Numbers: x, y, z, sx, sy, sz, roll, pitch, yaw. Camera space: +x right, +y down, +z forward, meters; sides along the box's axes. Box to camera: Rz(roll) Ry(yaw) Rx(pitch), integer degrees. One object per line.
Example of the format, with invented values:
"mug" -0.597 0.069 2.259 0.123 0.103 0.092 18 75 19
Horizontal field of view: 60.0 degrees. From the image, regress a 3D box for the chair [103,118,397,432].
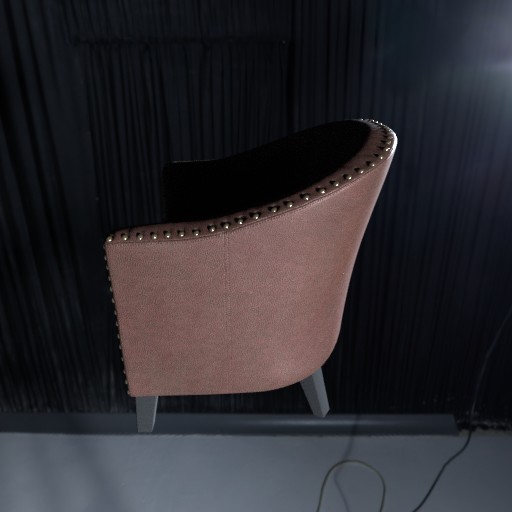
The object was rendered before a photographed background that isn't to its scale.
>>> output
"chair" 0.000 0.000 1.423 0.748 0.823 0.794 0 24 0
